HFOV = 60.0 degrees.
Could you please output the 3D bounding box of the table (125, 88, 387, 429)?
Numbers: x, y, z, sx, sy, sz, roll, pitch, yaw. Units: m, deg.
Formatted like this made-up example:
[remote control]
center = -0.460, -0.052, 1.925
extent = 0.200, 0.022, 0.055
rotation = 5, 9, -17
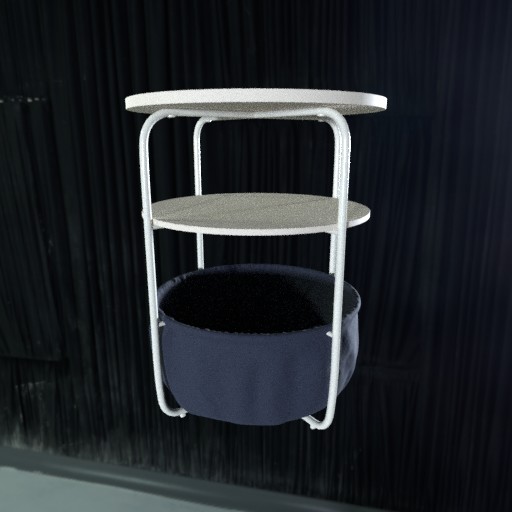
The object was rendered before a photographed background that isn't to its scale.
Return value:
[table]
center = 0.000, 0.000, 0.806
extent = 0.418, 0.532, 0.418
rotation = 2, 15, 8
